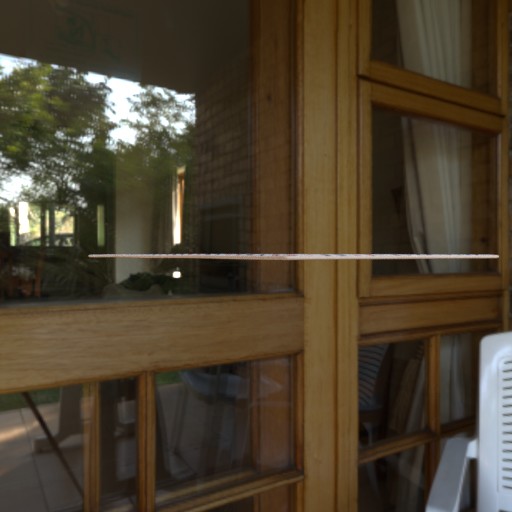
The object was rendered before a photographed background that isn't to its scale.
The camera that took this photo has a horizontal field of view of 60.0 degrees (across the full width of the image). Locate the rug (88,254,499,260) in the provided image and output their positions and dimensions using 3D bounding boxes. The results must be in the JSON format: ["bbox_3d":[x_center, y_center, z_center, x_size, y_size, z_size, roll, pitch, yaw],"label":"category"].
[{"bbox_3d":[0.000,0.000,2.979,1.521,0.023,2.464,0,0,-36],"label":"rug"}]
